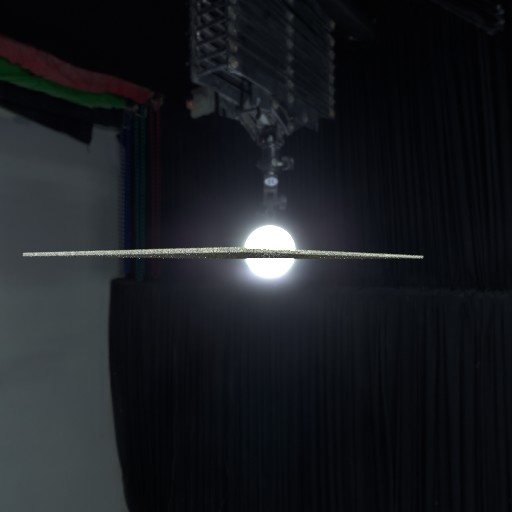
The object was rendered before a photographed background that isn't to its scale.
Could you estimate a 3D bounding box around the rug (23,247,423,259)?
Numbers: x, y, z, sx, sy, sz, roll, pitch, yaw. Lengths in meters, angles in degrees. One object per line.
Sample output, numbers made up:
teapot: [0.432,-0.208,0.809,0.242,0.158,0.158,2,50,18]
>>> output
rug: [0.000,0.000,2.934,1.532,0.018,2.297,-1,-1,36]
